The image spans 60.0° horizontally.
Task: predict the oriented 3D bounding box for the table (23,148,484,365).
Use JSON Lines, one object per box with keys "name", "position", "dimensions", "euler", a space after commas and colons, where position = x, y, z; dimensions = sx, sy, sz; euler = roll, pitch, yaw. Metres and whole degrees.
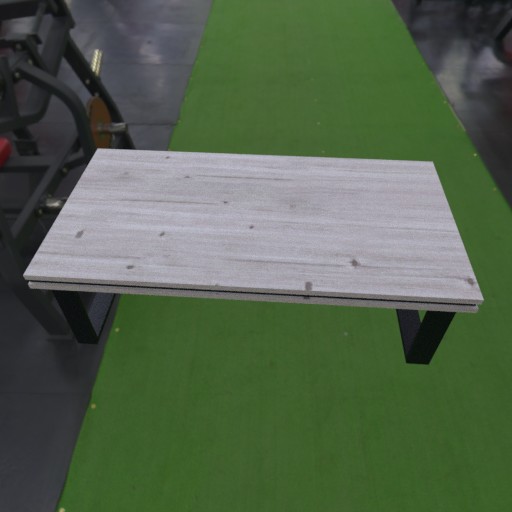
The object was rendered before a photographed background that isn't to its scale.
{"name": "table", "position": [0.000, 0.000, 1.700], "dimensions": [1.350, 0.450, 0.700], "euler": [3, 46, 3]}
